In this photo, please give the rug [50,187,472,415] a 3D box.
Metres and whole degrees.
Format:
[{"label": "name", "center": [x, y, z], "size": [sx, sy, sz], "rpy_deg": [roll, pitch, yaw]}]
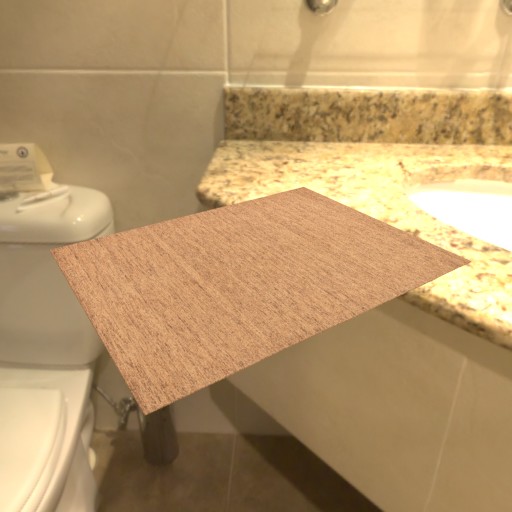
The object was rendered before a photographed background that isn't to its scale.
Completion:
[{"label": "rug", "center": [0.000, 0.000, 4.226], "size": [3.205, 0.013, 2.448], "rpy_deg": [-18, 34, -29]}]
